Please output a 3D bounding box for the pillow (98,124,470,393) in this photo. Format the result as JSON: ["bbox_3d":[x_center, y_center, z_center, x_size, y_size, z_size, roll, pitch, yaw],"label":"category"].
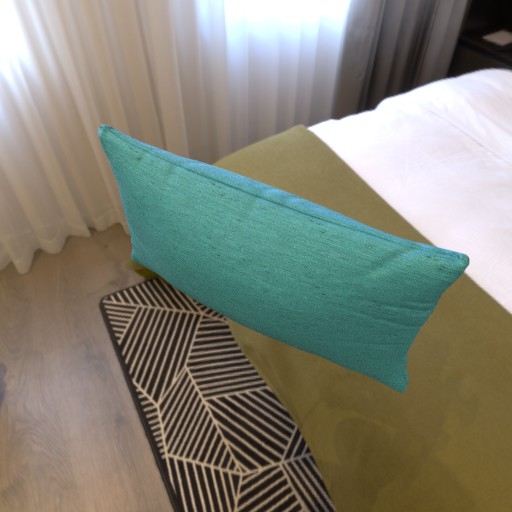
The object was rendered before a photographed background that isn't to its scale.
[{"bbox_3d":[0.000,0.000,0.785,0.633,0.338,0.210,23,51,21],"label":"pillow"}]
